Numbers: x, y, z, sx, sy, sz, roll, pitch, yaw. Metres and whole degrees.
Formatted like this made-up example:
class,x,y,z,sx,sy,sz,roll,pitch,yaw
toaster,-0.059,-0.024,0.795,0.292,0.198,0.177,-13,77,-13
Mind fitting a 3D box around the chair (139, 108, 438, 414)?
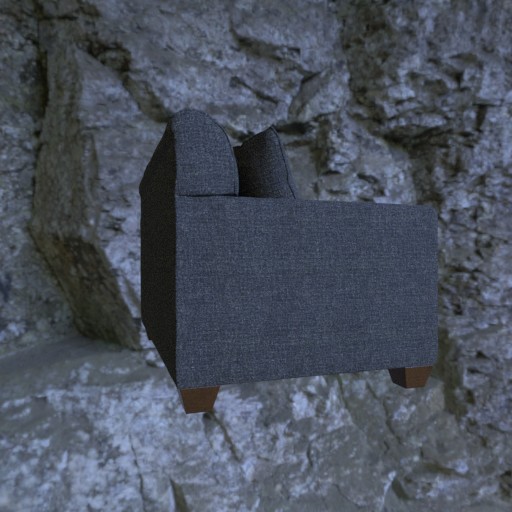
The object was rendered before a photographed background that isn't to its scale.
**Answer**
class,x,y,z,sx,sy,sz,roll,pitch,yaw
chair,0.000,0.000,2.093,1.000,0.948,1.383,0,0,-19
